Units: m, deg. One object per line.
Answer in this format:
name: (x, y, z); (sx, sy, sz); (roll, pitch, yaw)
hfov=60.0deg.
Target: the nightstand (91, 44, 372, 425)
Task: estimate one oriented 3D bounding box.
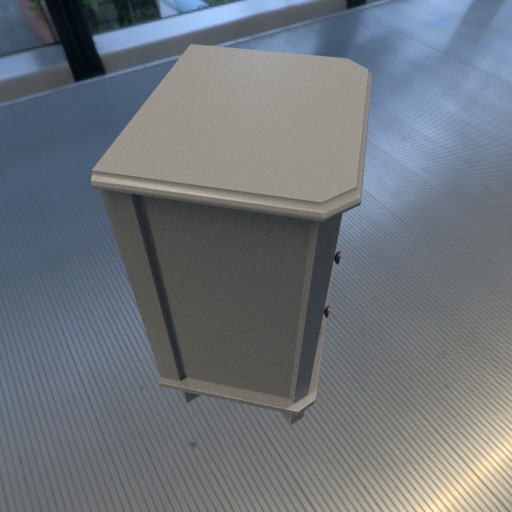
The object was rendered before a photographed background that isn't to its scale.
nightstand: (0.000, 0.000, 0.936); (0.348, 0.680, 0.435); (9, 48, 8)
